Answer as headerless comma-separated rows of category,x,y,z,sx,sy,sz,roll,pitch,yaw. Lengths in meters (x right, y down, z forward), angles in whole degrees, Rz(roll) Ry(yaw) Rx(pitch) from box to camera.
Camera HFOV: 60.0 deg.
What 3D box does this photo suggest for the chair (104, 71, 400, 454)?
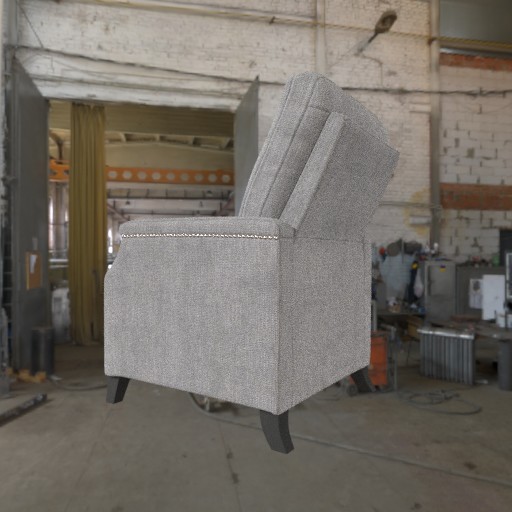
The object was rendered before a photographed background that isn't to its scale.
chair,0.000,0.000,1.636,0.922,1.049,0.710,0,0,34
